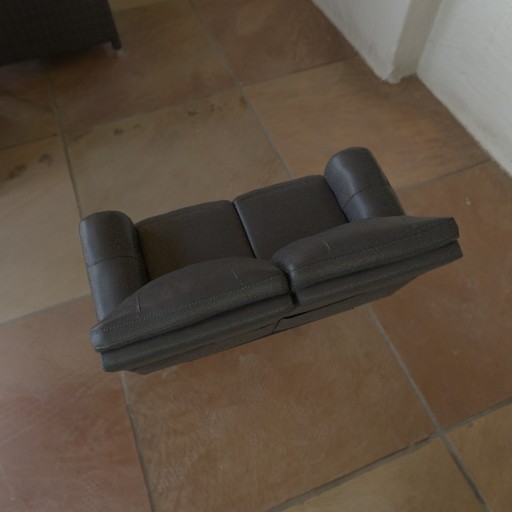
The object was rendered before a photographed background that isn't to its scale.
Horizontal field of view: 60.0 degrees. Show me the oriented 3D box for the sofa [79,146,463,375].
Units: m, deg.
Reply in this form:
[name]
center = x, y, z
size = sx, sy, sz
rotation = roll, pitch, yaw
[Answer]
[sofa]
center = 0.000, 0.000, 2.468
size = 1.765, 1.111, 1.104
rotation = -16, 60, -10
